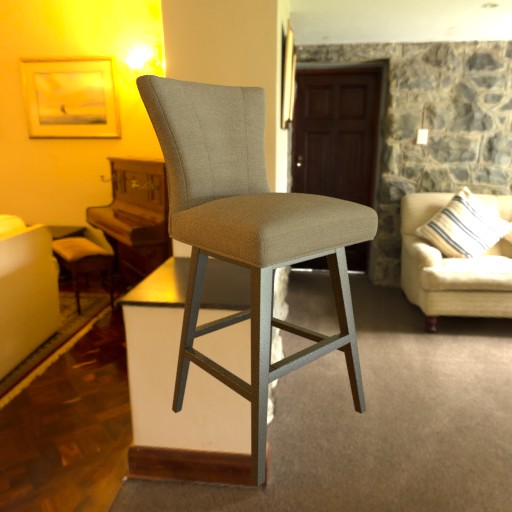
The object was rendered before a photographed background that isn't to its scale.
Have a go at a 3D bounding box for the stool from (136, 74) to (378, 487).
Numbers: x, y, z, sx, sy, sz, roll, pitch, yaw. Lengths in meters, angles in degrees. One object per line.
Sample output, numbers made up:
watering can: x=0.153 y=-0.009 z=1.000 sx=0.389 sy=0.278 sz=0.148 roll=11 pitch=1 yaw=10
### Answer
stool: x=0.000 y=0.000 z=1.415 sx=0.514 sy=1.086 sz=0.574 roll=-13 pitch=19 yaw=-42
